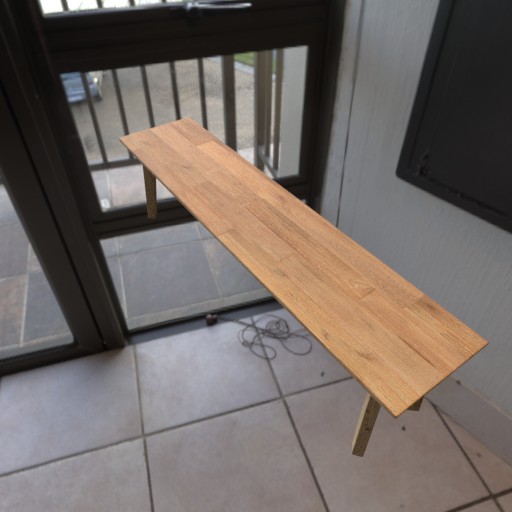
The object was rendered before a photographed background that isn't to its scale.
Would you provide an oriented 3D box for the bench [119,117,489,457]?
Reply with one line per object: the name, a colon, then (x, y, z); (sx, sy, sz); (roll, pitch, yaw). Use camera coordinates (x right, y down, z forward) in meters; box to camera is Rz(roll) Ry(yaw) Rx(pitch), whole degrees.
bench: (0.000, 0.000, 1.798); (0.378, 0.431, 1.698); (-26, 49, -25)
